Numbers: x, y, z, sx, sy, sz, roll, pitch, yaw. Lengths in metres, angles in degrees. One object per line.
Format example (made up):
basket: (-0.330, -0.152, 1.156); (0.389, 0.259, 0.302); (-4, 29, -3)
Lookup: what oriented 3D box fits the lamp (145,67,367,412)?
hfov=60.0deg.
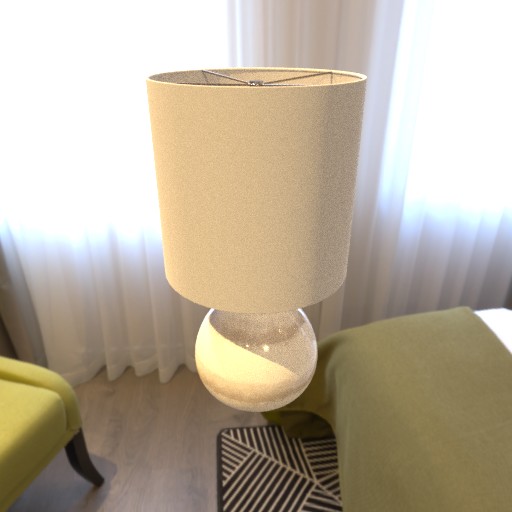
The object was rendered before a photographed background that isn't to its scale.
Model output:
lamp: (0.000, 0.000, 0.533); (0.217, 0.404, 0.217); (-18, 32, -32)
